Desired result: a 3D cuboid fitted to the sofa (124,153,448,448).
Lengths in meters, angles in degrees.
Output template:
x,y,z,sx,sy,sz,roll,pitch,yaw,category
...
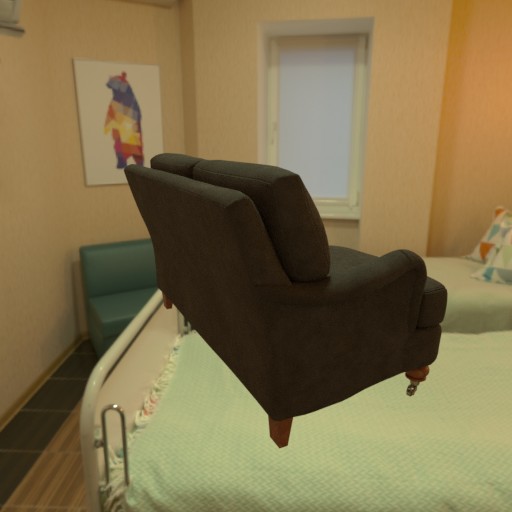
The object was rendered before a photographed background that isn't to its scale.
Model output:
x,y,z,sx,sy,sz,roll,pitch,yaw,category
0.000,0.000,2.521,1.084,1.101,1.853,-8,17,-26,sofa
